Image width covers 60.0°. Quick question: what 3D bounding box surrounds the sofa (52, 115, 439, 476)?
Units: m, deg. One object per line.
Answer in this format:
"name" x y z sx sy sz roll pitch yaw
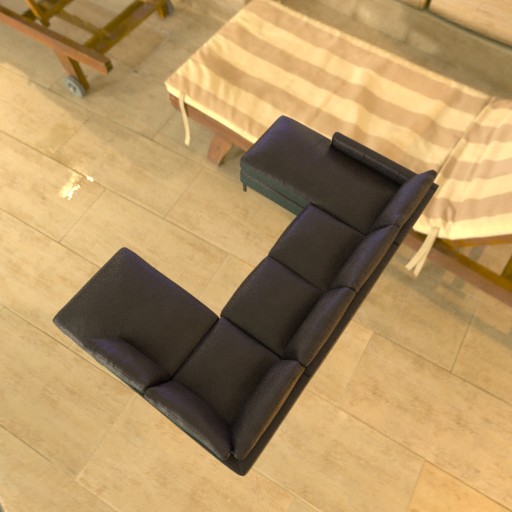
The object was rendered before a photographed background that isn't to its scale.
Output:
"sofa" 0.000 0.000 3.875 1.939 0.900 2.956 33 68 15
